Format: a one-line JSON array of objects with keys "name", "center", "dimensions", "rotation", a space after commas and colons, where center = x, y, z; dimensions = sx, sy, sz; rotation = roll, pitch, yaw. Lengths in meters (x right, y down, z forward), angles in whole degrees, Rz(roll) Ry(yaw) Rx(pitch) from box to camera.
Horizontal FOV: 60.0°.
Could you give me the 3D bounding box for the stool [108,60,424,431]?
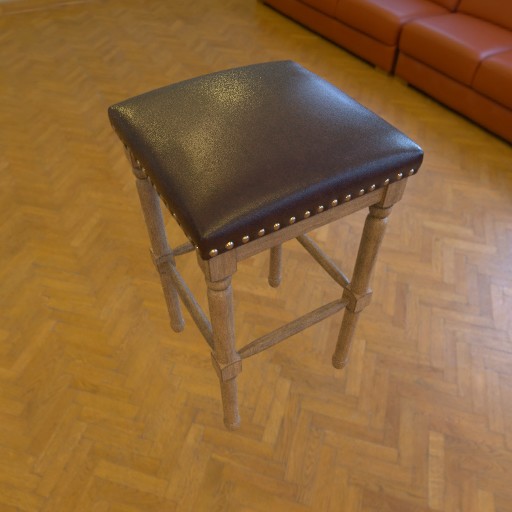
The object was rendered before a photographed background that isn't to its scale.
[{"name": "stool", "center": [0.000, 0.000, 0.937], "dimensions": [0.383, 0.702, 0.382], "rotation": [-23, 51, -20]}]
